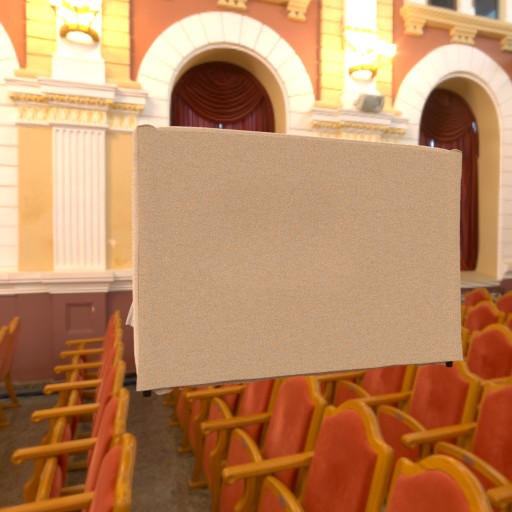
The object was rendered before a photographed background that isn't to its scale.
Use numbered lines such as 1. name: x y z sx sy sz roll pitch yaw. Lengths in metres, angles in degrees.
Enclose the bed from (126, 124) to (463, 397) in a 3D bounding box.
1. bed: 0.000 0.000 3.455 1.925 1.332 2.276 0 1 -17
